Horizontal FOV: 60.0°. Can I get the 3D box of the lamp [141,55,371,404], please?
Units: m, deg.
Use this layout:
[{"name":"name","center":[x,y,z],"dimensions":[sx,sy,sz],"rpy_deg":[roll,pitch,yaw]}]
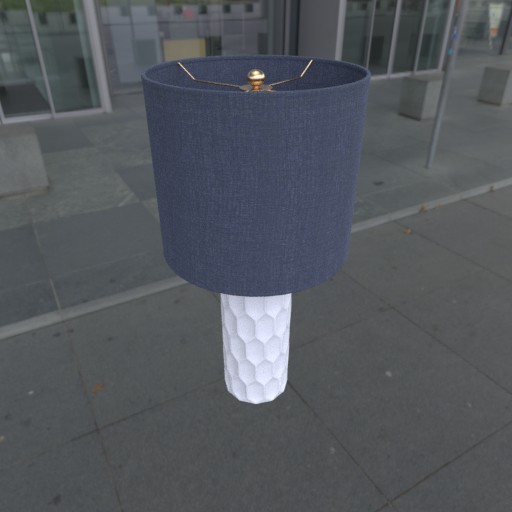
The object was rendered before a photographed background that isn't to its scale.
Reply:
[{"name":"lamp","center":[0.000,0.000,0.684],"dimensions":[0.277,0.537,0.277],"rpy_deg":[-8,32,-13]}]
